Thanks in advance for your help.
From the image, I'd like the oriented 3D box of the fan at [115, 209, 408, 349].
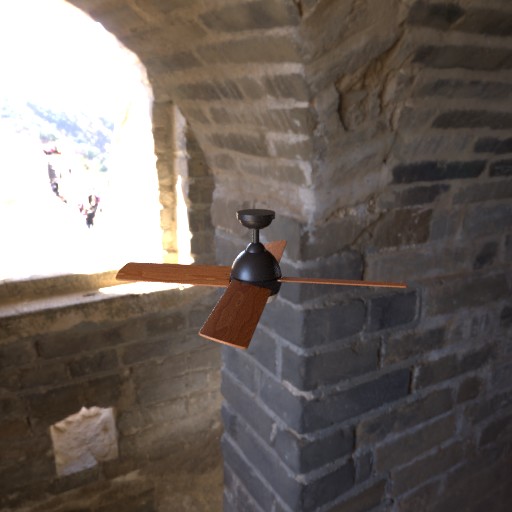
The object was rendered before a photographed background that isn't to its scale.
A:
[{"bbox_3d":[0.000,0.000,2.014,1.332,0.403,1.332,3,16,9],"label":"fan"}]
